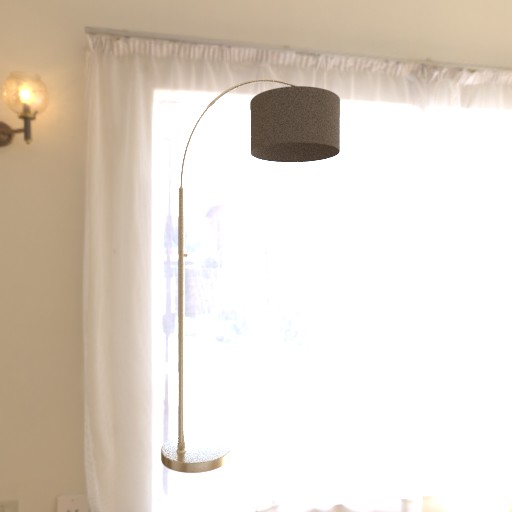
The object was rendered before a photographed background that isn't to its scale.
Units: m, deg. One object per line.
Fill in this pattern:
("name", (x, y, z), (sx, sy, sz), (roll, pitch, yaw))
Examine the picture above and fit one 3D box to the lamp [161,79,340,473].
("lamp", (0.000, 0.000, 2.104), (0.934, 1.735, 0.452), (0, 0, -35))
